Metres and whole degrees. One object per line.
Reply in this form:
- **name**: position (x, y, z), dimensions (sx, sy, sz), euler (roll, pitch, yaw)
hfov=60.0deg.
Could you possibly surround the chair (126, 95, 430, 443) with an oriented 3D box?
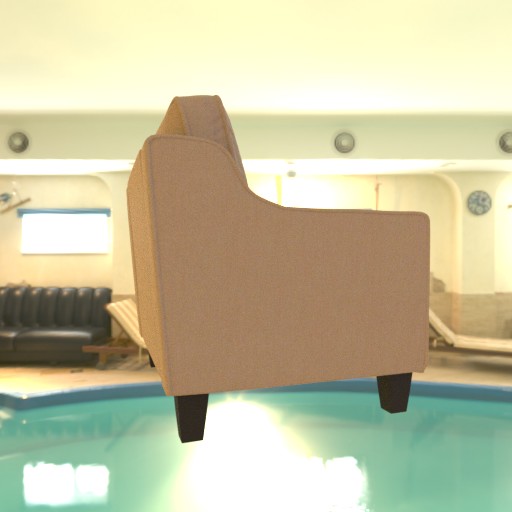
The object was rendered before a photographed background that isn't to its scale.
- **chair**: position (0.000, 0.000, 1.635), dimensions (0.882, 0.948, 0.922), euler (0, 1, -19)
